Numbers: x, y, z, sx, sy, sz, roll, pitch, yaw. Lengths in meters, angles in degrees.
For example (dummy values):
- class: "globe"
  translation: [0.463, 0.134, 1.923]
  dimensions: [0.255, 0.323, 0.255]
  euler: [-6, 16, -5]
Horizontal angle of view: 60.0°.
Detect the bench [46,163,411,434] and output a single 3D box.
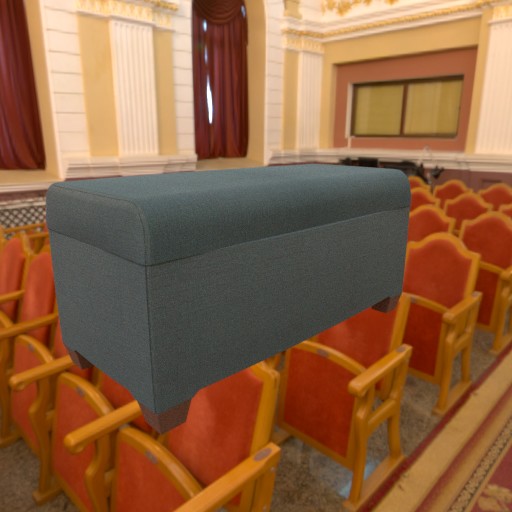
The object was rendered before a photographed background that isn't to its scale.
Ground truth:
- class: "bench"
  translation: [0.000, 0.000, 1.264]
  dimensions: [0.476, 0.474, 0.995]
  euler: [15, 21, 43]
